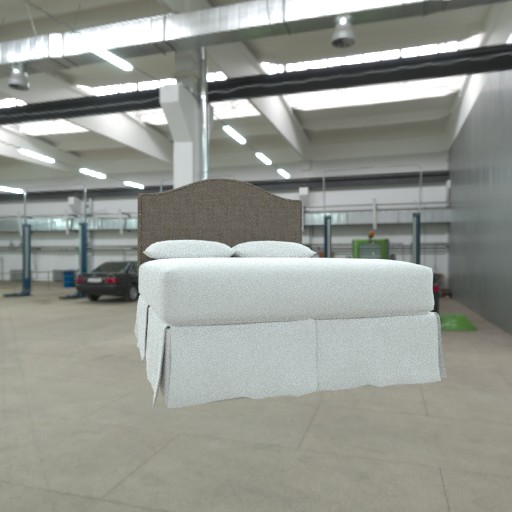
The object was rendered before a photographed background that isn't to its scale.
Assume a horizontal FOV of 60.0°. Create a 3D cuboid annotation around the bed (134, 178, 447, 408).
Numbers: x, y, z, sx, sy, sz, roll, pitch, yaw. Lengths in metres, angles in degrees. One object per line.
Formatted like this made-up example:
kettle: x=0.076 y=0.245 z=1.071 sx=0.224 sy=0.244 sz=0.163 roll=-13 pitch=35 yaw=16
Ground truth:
bed: x=0.000 y=0.000 z=3.345 sx=1.713 sy=1.518 sz=2.153 roll=0 pitch=0 yaw=-18
